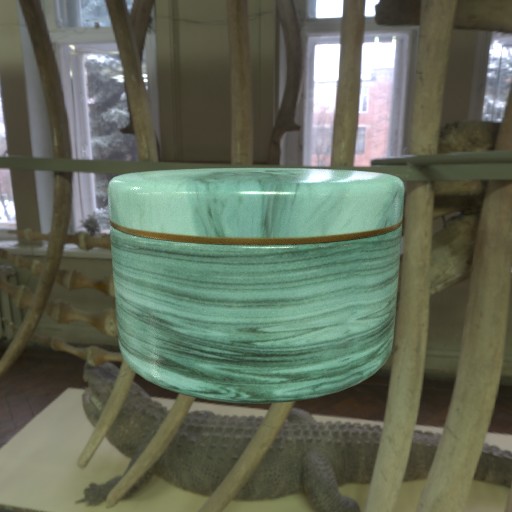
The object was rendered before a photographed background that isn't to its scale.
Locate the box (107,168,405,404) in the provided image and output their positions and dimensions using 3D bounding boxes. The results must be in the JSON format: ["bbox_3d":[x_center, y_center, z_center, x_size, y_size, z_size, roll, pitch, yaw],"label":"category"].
[{"bbox_3d":[0.000,0.000,0.164,0.101,0.063,0.101,0,13,0],"label":"box"}]
